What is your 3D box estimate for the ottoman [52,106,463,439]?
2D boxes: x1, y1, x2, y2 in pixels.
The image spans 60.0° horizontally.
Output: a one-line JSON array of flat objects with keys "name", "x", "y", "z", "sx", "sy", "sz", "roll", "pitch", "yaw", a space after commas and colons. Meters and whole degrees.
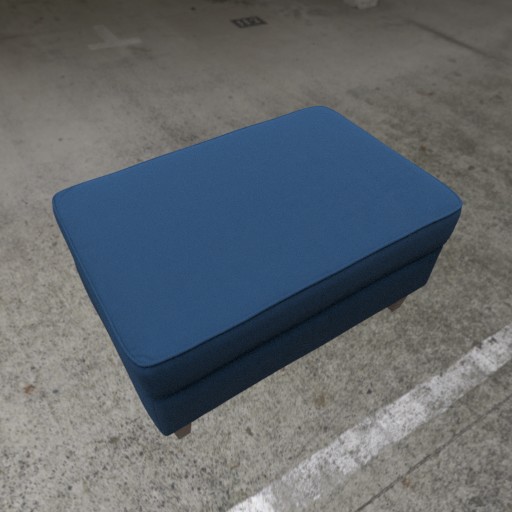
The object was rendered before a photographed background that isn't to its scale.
[{"name": "ottoman", "x": 0.000, "y": 0.000, "z": 1.213, "sx": 0.862, "sy": 0.484, "sz": 0.583, "roll": -25, "pitch": 52, "yaw": -21}]
